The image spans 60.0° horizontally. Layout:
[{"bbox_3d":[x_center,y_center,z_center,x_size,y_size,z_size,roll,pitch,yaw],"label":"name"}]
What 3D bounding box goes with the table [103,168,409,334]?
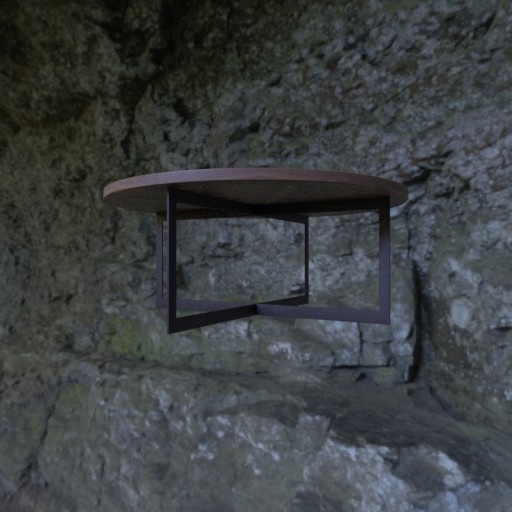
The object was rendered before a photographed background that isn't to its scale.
[{"bbox_3d":[0.000,0.000,1.941,1.264,0.516,1.264,0,0,0],"label":"table"}]
